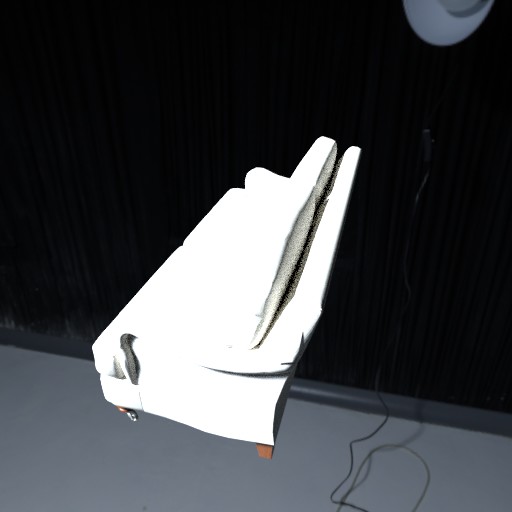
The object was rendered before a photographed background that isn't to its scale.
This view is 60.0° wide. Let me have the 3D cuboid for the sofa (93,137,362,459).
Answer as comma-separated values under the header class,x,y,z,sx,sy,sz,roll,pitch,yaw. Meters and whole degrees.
class,x,y,z,sx,sy,sz,roll,pitch,yaw
sofa,0.000,0.000,2.822,1.086,1.087,2.159,8,31,13
